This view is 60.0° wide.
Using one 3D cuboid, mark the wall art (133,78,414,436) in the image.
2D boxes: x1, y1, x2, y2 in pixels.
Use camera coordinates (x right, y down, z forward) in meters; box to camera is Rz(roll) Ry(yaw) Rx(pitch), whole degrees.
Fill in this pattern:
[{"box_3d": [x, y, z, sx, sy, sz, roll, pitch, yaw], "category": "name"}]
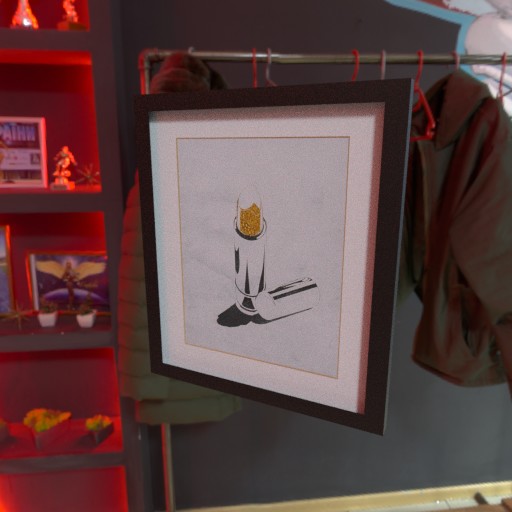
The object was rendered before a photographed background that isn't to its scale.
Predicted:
[{"box_3d": [0.000, 0.000, 0.535, 0.330, 0.381, 0.019, 7, 16, 25], "category": "wall art"}]
